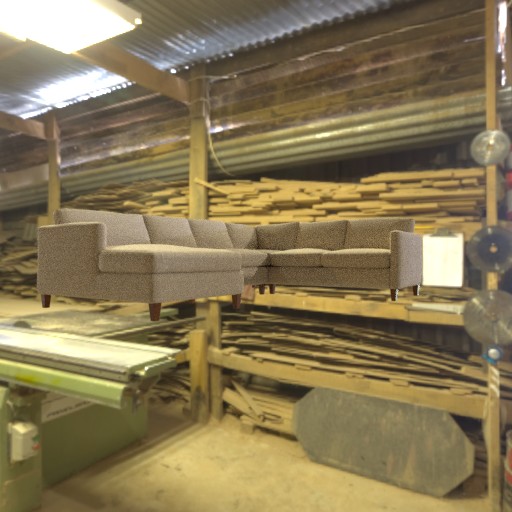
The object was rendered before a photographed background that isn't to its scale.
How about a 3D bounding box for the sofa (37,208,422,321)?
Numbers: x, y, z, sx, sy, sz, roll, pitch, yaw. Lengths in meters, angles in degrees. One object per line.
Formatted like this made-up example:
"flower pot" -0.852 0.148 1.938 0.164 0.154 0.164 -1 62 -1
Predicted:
"sofa" 0.000 0.000 4.745 2.594 0.961 3.460 0 0 35
